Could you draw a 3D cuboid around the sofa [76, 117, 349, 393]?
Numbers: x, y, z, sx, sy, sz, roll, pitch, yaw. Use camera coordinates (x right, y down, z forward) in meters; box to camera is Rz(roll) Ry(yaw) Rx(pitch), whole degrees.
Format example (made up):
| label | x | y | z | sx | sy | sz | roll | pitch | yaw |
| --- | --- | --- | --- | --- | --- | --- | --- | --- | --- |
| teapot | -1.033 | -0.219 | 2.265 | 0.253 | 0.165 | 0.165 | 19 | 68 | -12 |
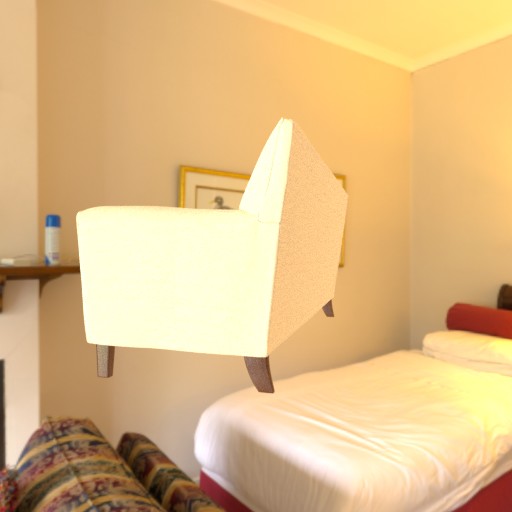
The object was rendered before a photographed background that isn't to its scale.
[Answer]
| label | x | y | z | sx | sy | sz | roll | pitch | yaw |
| --- | --- | --- | --- | --- | --- | --- | --- | --- | --- |
| sofa | 0.000 | 0.000 | 2.448 | 0.841 | 0.907 | 2.001 | 0 | 1 | 16 |
